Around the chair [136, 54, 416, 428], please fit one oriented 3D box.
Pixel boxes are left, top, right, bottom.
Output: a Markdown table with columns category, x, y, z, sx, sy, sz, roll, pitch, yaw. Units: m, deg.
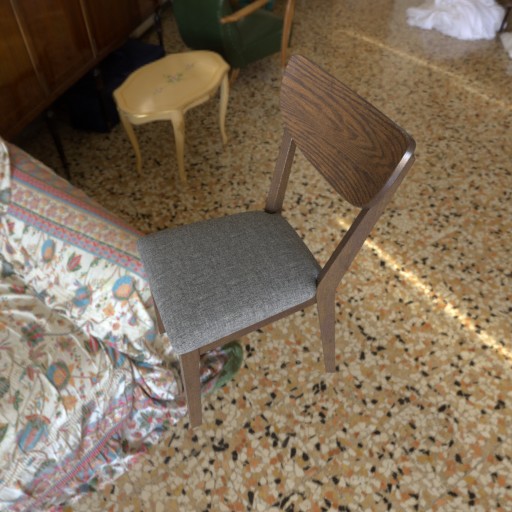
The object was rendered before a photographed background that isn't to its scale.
| category | x | y | z | sx | sy | sz | roll | pitch | yaw |
| --- | --- | --- | --- | --- | --- | --- | --- | --- | --- |
| chair | 0.000 | 0.000 | 1.209 | 0.583 | 0.849 | 0.491 | -17 | 48 | -16 |
